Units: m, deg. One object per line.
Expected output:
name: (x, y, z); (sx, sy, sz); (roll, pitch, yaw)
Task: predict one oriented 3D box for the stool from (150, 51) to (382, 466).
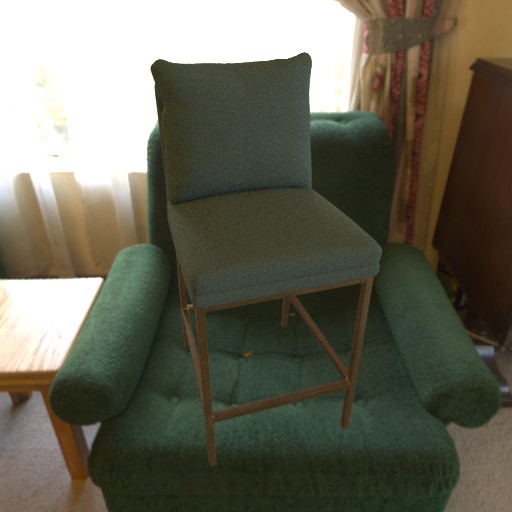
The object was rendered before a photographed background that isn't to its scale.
stool: (0.000, 0.000, 1.288); (0.463, 1.032, 0.568); (-9, 32, -15)
